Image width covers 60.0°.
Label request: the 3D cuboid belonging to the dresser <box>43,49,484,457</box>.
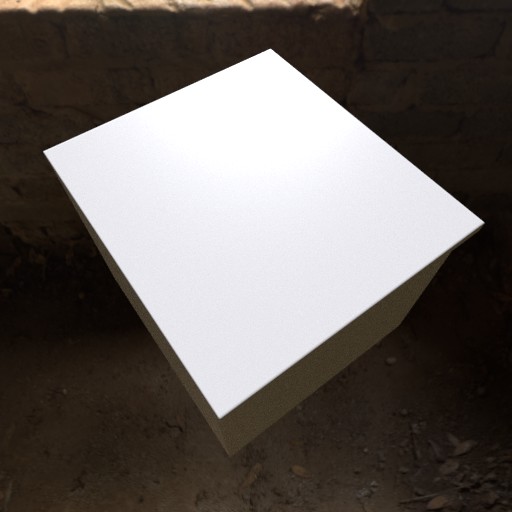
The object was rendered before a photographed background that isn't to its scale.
[{"bbox_3d":[0.000,0.000,0.723,0.400,0.360,0.430,-32,64,-18],"label":"dresser"}]
